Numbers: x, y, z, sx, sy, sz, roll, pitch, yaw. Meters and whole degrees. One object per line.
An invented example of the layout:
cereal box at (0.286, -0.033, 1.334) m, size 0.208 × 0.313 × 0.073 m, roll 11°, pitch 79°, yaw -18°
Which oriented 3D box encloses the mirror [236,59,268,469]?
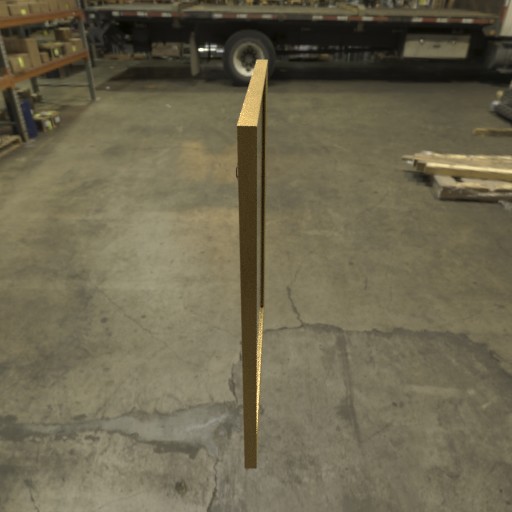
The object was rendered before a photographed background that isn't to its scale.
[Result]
mirror at (0.000, 0.000, 1.373) m, size 0.040 × 1.016 × 0.762 m, roll 1°, pitch 32°, yaw 2°
